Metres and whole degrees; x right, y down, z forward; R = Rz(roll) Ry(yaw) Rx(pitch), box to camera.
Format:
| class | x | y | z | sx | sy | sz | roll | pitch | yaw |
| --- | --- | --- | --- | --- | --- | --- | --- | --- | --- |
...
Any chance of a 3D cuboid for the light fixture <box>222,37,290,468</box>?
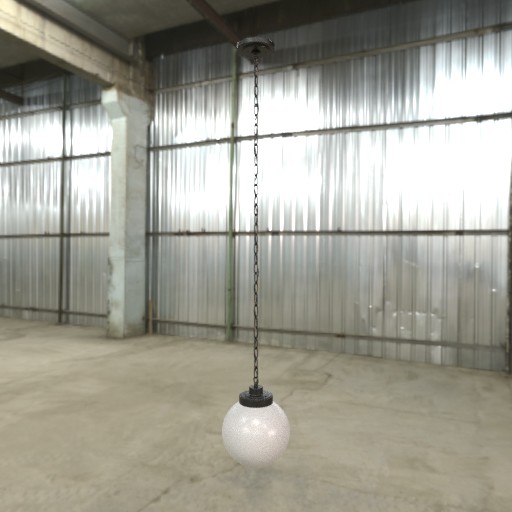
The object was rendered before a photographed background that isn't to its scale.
| class | x | y | z | sx | sy | sz | roll | pitch | yaw |
| --- | --- | --- | --- | --- | --- | --- | --- | --- | --- |
| light fixture | 0.000 | 0.000 | 1.980 | 0.304 | 1.867 | 0.305 | 0 | 1 | -37 |
